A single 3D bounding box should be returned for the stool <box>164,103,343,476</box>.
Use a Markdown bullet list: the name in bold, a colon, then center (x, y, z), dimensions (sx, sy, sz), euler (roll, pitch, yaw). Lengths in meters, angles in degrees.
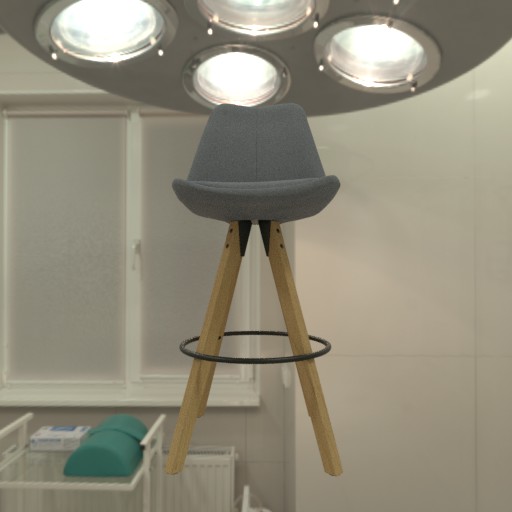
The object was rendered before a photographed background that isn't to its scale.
- **stool**: center (0.000, 0.000, 1.367), dimensions (0.485, 1.115, 0.550), euler (0, -1, 1)
